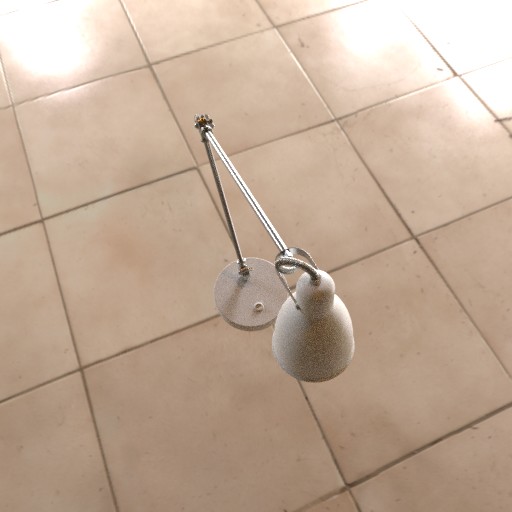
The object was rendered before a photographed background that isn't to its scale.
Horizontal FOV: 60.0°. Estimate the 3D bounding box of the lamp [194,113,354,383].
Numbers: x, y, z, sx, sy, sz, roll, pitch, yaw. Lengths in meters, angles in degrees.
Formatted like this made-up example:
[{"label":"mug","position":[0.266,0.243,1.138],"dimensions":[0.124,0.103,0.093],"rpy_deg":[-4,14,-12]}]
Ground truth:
[{"label":"lamp","position":[0.000,0.000,0.871],"dimensions":[0.187,0.587,0.561],"rpy_deg":[-22,66,-11]}]
